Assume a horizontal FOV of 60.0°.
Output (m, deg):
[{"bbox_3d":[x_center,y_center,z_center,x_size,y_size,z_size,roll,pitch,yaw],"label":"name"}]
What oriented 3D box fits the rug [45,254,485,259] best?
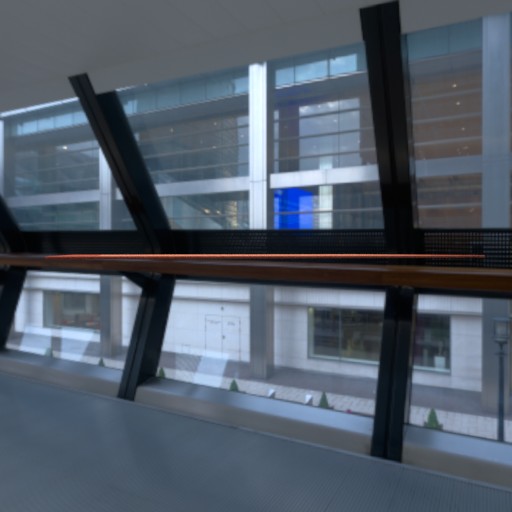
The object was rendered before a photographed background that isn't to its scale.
[{"bbox_3d":[0.000,0.000,3.035,2.438,0.014,1.524,0,0,-18],"label":"rug"}]
